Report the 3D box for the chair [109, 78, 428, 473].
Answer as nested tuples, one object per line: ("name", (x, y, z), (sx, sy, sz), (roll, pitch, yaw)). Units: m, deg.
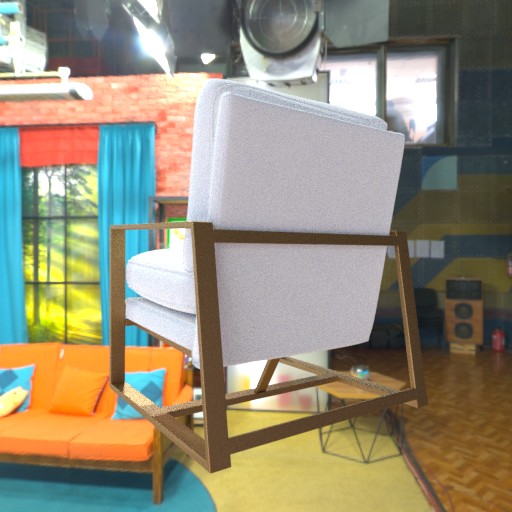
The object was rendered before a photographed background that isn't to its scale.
("chair", (0.000, 0.000, 1.546), (0.805, 0.966, 0.813), (0, 0, -35))
